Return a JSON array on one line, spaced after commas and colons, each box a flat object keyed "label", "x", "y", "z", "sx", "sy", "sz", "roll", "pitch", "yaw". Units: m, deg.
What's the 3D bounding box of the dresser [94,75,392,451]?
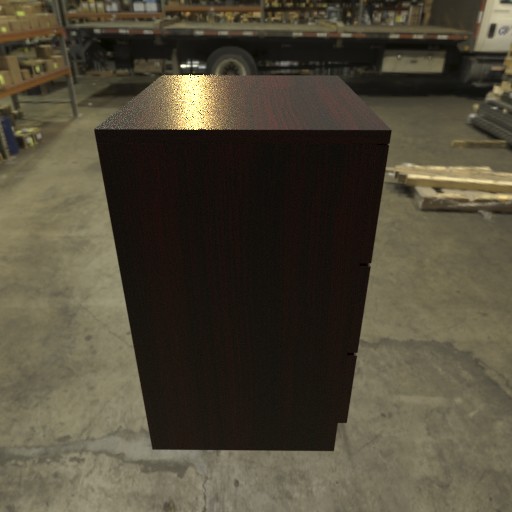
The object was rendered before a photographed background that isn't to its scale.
[{"label": "dresser", "x": 0.000, "y": 0.000, "z": 0.809, "sx": 0.360, "sy": 0.560, "sz": 0.400, "roll": 0, "pitch": 30, "yaw": 0}]
